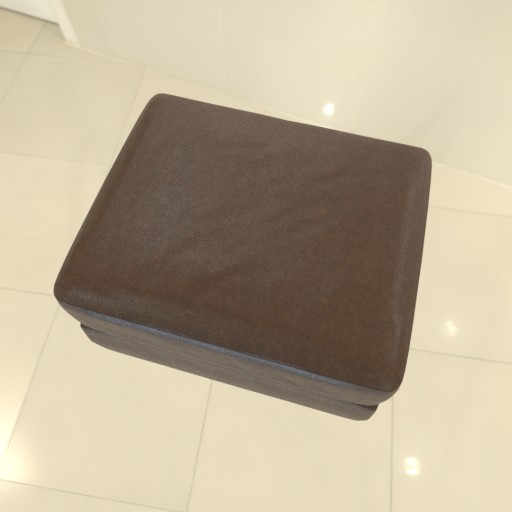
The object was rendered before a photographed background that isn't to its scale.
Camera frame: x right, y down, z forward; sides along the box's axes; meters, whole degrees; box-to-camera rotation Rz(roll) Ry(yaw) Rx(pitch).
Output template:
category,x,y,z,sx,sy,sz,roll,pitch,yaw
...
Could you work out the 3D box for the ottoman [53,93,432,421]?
category,x,y,z,sx,sy,sz,roll,pitch,yaw
ottoman,0.000,0.000,1.128,0.751,0.476,0.603,14,65,7
